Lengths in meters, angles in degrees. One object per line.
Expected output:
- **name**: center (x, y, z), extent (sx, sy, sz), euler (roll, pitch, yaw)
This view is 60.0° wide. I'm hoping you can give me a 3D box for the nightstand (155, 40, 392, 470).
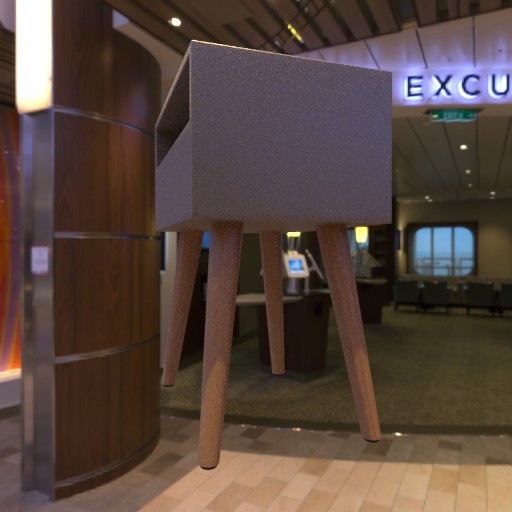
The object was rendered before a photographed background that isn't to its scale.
- **nightstand**: center (0.000, 0.000, 0.739), extent (0.288, 0.508, 0.370), euler (0, 1, -19)
